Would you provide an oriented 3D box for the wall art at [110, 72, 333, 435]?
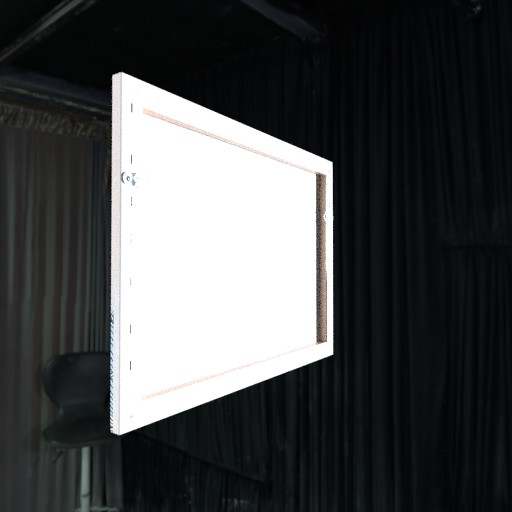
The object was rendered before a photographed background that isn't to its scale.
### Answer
[{"bbox_3d":[0.000,0.000,1.617,0.042,0.912,1.219,-1,-1,35],"label":"wall art"}]
